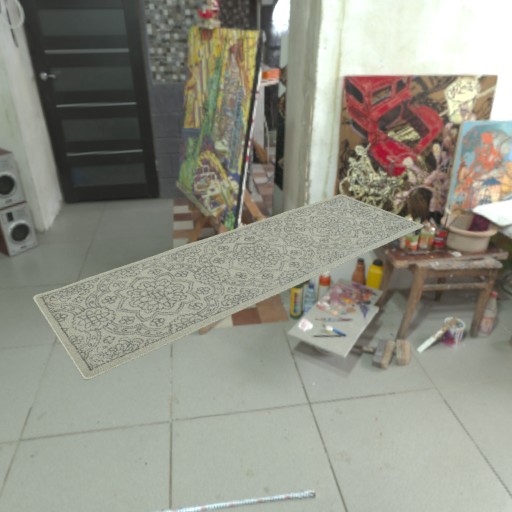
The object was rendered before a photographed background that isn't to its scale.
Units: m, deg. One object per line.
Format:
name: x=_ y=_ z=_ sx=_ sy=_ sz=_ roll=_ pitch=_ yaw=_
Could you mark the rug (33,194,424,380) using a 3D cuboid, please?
rug: x=0.000 y=0.000 z=2.757 sx=2.431 sy=0.006 sz=0.806 roll=-21 pitch=35 yaw=-33
